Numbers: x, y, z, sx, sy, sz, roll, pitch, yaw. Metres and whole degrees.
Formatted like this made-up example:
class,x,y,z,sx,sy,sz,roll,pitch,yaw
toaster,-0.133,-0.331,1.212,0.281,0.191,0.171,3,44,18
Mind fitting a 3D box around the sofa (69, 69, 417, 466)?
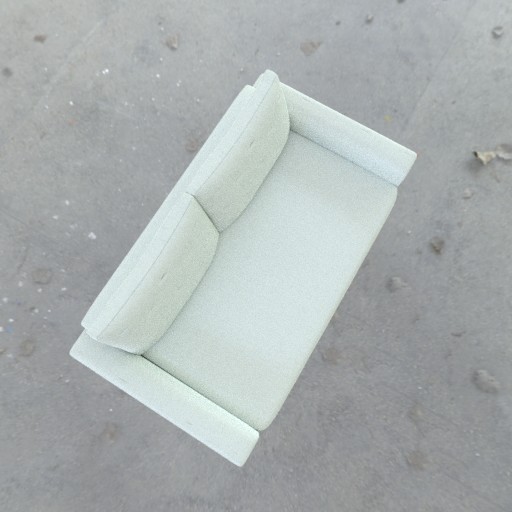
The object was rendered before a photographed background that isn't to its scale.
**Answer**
class,x,y,z,sx,sy,sz,roll,pitch,yaw
sofa,0.000,0.000,2.138,0.920,0.790,1.650,30,78,7
